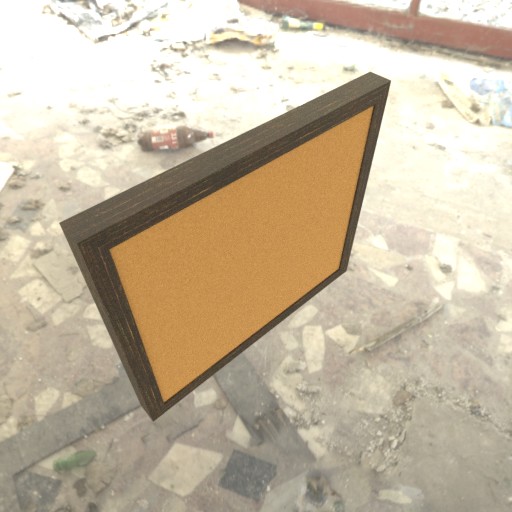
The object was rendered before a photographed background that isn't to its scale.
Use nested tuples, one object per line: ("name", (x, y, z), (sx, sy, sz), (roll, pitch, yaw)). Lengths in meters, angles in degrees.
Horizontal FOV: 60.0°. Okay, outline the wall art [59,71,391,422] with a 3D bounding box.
("wall art", (0.000, 0.000, 0.541), (0.381, 0.330, 0.031), (-34, 56, -27))
